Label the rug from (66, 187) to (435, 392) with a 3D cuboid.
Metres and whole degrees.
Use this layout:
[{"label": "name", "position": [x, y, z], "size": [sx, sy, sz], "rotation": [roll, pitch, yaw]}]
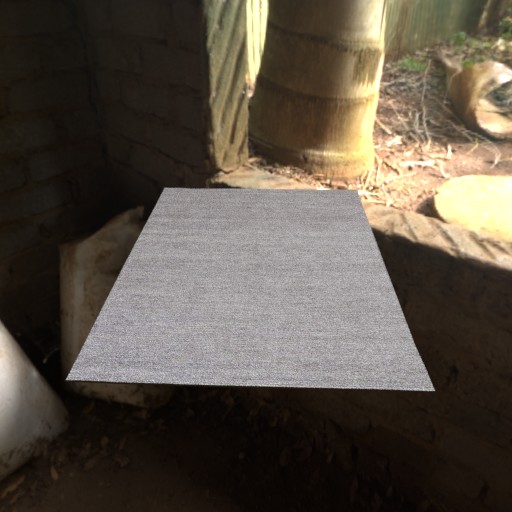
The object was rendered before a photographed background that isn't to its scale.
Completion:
[{"label": "rug", "position": [0.000, 0.000, 4.245], "size": [2.434, 0.045, 3.202], "rotation": [1, 32, 2]}]
